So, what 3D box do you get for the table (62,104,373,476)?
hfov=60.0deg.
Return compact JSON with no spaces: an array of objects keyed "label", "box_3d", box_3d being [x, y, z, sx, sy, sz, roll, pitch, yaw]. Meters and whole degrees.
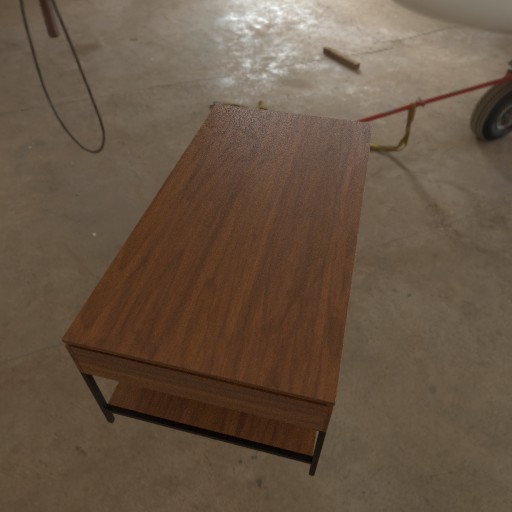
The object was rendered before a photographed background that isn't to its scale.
[{"label":"table","box_3d":[0.000,0.000,1.384,0.574,0.414,1.057,10,47,10]}]
